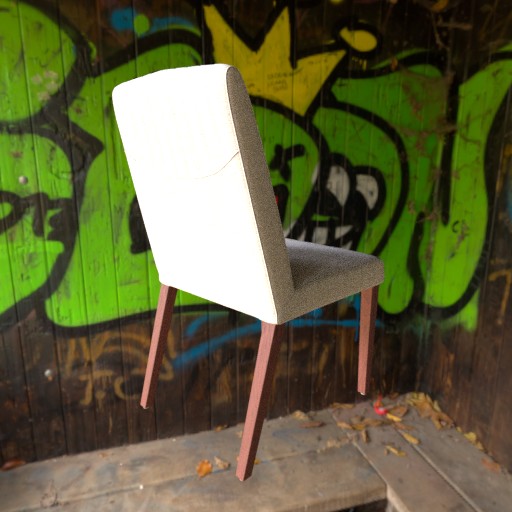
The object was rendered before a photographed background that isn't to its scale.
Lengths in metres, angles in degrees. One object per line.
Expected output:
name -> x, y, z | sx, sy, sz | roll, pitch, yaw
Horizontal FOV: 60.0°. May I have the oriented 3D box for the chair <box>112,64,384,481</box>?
chair -> 0.000, 0.000, 1.230 | 0.480, 0.900, 0.594 | 13, 19, 43
